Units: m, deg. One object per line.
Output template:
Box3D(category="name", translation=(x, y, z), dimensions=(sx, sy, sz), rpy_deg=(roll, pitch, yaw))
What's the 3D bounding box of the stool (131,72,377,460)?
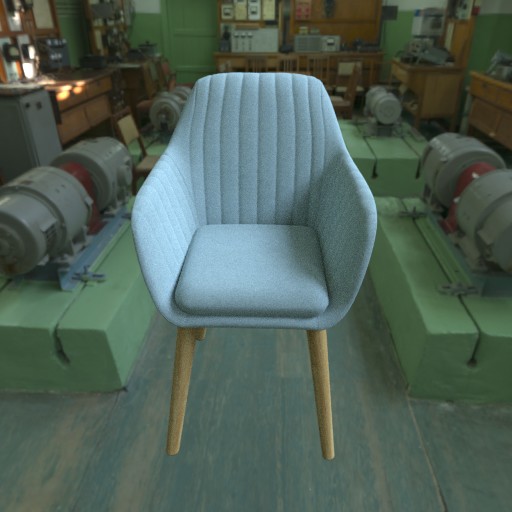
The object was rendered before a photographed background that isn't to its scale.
Box3D(category="stool", translation=(0.000, 0.000, 1.164), dimensions=(0.503, 0.830, 0.590), rpy_deg=(1, 29, 2))
